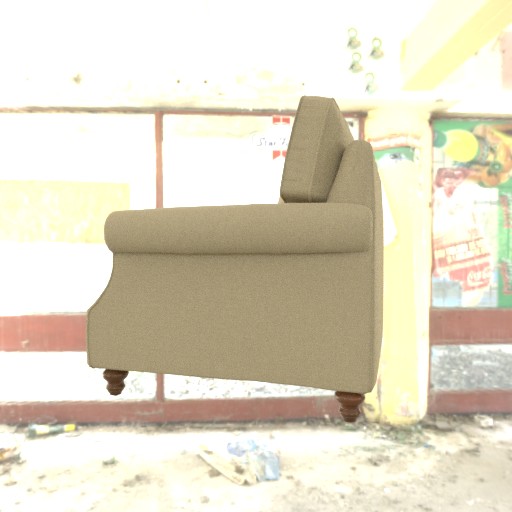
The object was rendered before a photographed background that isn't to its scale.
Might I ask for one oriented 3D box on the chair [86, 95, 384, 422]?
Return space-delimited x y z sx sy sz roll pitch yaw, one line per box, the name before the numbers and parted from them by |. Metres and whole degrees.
chair | 0.000 0.000 1.768 0.966 0.967 1.029 0 0 18
